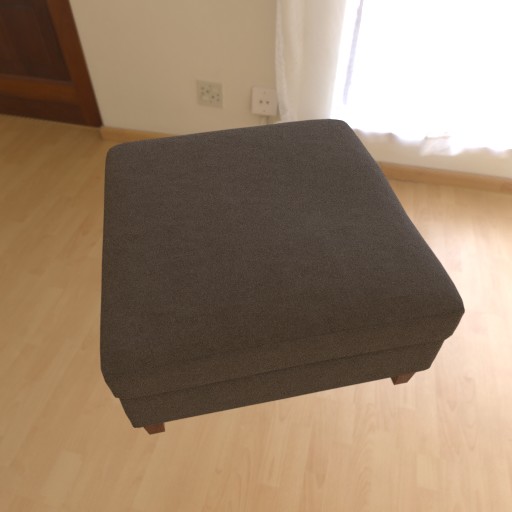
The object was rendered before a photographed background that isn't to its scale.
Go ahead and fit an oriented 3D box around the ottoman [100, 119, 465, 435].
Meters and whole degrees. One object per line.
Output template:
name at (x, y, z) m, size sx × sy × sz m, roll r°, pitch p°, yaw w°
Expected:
ottoman at (0.000, 0.000, 1.399) m, size 0.861 × 0.482 × 0.881 m, roll -9°, pitch 48°, yaw -8°
